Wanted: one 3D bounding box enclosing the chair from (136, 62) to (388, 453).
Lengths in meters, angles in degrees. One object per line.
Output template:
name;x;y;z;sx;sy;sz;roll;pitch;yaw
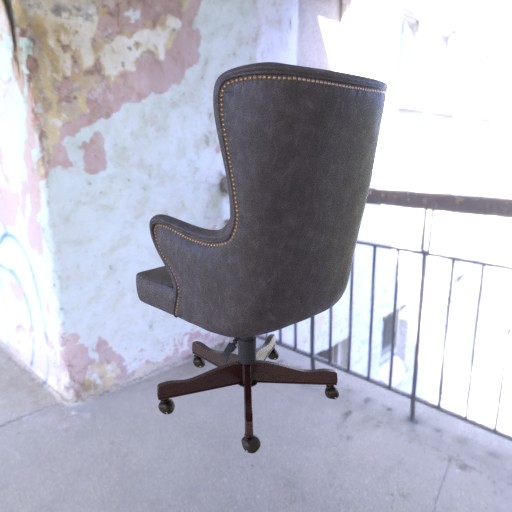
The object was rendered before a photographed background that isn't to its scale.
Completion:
chair;0.000;0.000;1.426;0.594;1.037;0.717;-13;19;-43
